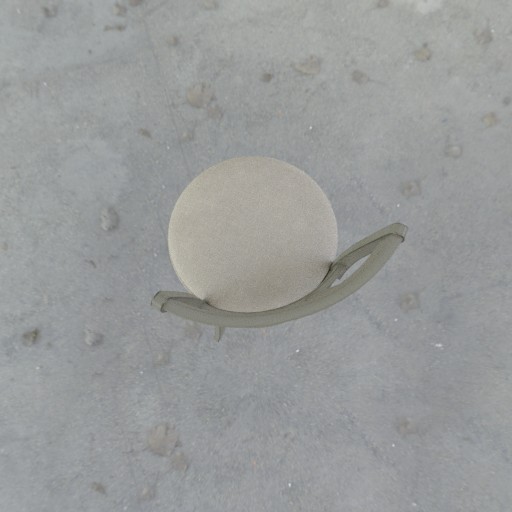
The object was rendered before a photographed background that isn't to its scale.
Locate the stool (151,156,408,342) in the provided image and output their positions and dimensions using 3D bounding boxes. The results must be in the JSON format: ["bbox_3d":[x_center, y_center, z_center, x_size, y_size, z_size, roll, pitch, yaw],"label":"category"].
[{"bbox_3d":[0.000,0.000,1.244,0.450,0.994,0.486,-16,76,-4],"label":"stool"}]
